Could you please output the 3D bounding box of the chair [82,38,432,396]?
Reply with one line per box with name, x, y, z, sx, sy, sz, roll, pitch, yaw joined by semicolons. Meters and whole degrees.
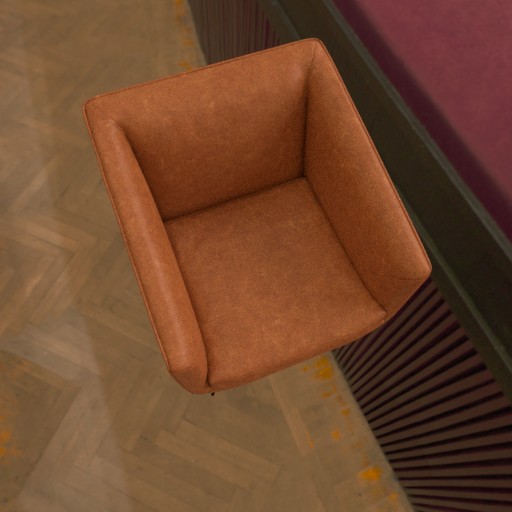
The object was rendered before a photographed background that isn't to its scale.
chair;0.000;0.000;1.210;0.588;0.760;0.625;-19;65;-10
